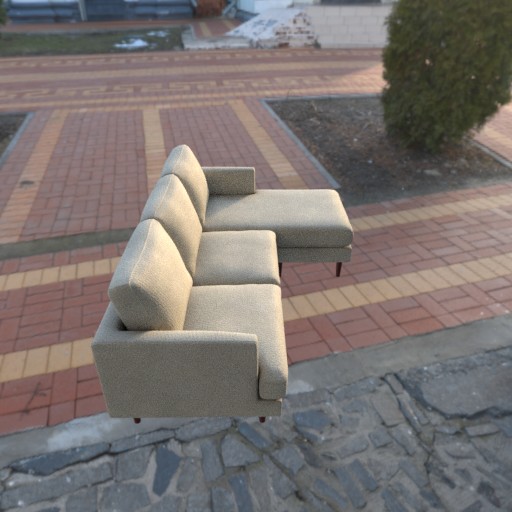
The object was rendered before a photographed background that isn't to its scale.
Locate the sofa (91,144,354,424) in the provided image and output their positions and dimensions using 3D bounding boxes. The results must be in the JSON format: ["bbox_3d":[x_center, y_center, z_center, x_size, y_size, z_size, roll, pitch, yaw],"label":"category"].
[{"bbox_3d":[0.000,0.000,3.030,1.504,0.956,2.233,0,32,0],"label":"sofa"}]
